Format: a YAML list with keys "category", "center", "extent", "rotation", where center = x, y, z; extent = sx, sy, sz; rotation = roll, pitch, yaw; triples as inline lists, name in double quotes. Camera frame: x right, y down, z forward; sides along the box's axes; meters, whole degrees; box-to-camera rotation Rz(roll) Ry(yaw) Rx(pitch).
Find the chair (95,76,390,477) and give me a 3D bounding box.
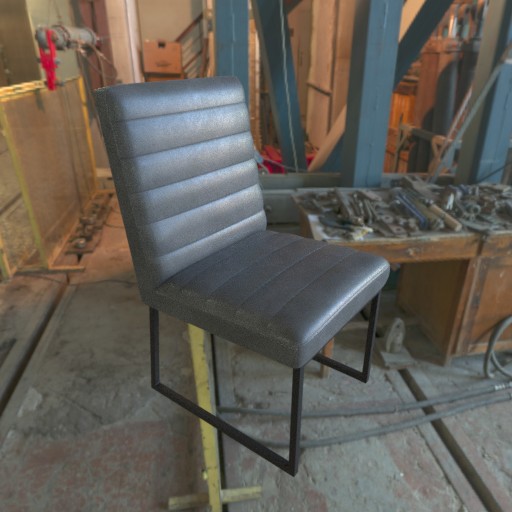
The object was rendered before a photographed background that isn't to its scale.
- category: "chair"
  center: [0.000, 0.000, 1.281]
  extent: [0.634, 0.930, 0.520]
  rotation: [18, 31, 33]
